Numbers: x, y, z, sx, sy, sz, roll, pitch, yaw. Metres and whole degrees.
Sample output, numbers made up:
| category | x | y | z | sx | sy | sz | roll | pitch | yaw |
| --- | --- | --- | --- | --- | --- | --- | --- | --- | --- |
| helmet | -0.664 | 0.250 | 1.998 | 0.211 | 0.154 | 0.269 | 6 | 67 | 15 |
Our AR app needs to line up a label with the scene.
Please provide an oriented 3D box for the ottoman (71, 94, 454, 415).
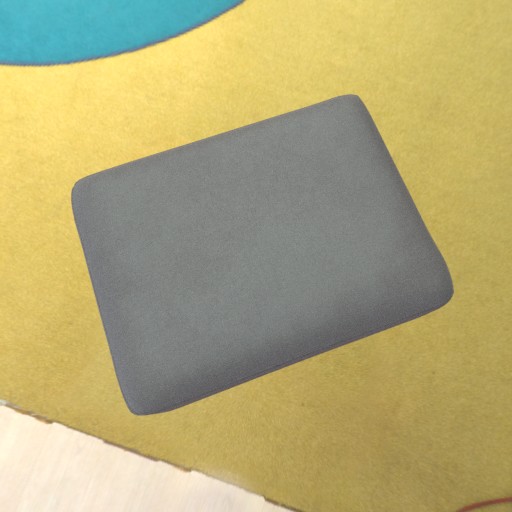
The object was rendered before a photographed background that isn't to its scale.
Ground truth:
| category | x | y | z | sx | sy | sz | roll | pitch | yaw |
| --- | --- | --- | --- | --- | --- | --- | --- | --- | --- |
| ottoman | 0.000 | 0.000 | 1.207 | 0.811 | 0.449 | 0.608 | -19 | 75 | -5 |
